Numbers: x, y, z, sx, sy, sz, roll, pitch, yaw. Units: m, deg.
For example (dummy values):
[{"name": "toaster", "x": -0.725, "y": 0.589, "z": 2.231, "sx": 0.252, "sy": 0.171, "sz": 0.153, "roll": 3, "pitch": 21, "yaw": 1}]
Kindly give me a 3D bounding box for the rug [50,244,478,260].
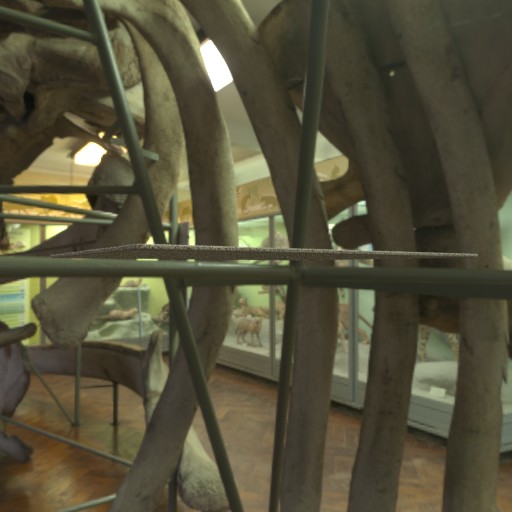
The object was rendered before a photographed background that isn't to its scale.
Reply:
[{"name": "rug", "x": 0.000, "y": 0.000, "z": 4.013, "sx": 3.047, "sy": 0.029, "sz": 2.438, "roll": 1, "pitch": -2, "yaw": -34}]
